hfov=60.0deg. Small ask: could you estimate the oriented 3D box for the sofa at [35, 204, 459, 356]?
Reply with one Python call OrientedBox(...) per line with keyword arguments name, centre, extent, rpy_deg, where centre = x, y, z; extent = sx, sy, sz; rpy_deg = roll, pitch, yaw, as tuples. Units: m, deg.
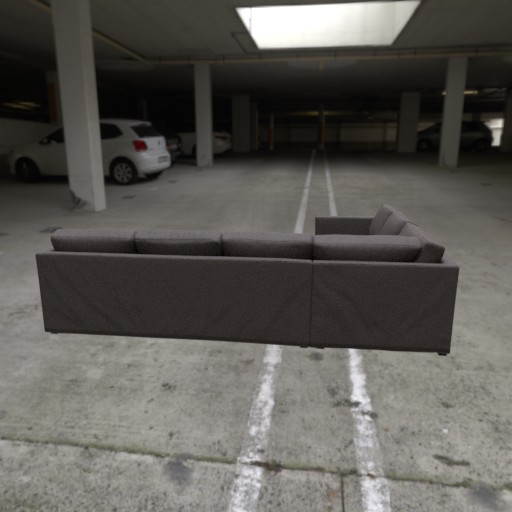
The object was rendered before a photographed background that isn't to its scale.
OrientedBox(name="sofa", centre=(0.000, 0.000, 4.477), extent=(3.182, 0.871, 2.432), rpy_deg=(2, 13, 7))
